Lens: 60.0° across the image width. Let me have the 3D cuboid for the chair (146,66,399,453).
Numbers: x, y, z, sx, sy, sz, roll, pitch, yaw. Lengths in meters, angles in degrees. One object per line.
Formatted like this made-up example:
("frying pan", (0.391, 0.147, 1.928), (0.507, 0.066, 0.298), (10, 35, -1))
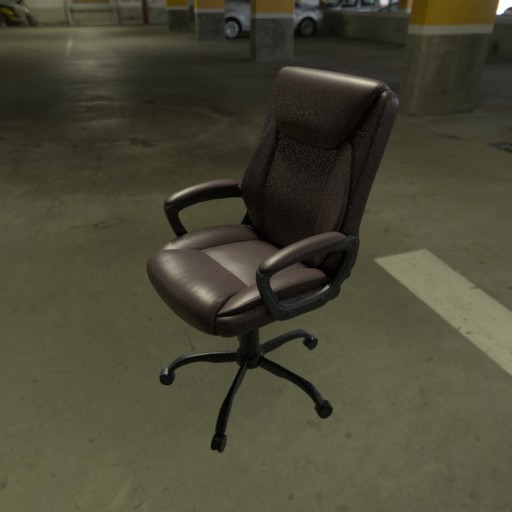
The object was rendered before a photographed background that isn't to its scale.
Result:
("chair", (0.000, 0.000, 1.433), (0.655, 1.072, 0.615), (-20, 36, -31))
